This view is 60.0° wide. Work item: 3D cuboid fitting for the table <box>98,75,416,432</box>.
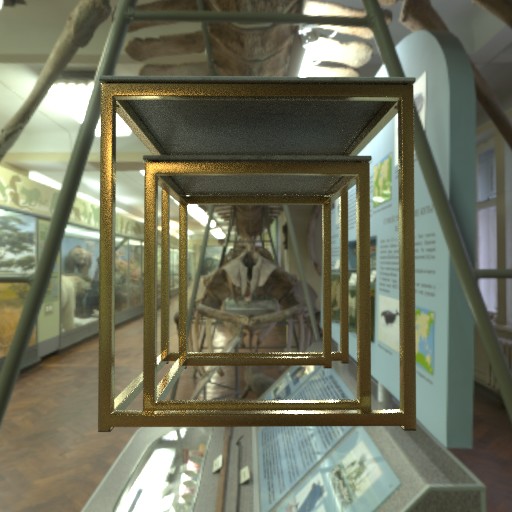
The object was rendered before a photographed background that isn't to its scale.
[{"bbox_3d":[0.000,0.000,0.847,0.450,0.500,0.450,0,-1,-1],"label":"table"}]
